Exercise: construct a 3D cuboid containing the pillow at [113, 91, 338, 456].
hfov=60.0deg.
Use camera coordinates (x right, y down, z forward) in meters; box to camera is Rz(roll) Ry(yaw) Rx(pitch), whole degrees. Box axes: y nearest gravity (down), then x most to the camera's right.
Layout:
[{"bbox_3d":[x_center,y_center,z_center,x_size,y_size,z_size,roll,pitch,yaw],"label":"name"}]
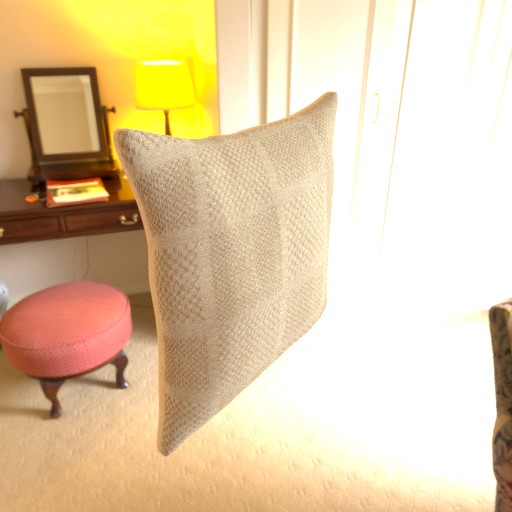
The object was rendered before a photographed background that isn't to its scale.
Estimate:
[{"bbox_3d":[0.000,0.000,0.664,0.138,0.432,0.436,18,32,32],"label":"pillow"}]
